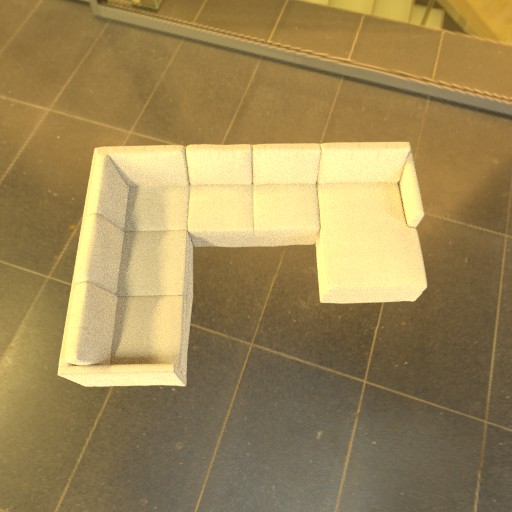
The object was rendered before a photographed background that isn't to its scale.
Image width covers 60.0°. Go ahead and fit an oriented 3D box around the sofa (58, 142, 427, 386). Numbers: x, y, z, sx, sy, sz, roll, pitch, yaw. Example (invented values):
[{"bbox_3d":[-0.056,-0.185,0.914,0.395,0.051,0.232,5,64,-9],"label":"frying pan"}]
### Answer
[{"bbox_3d":[0.000,0.000,4.530,3.460,0.882,2.427,-1,65,0],"label":"sofa"}]
